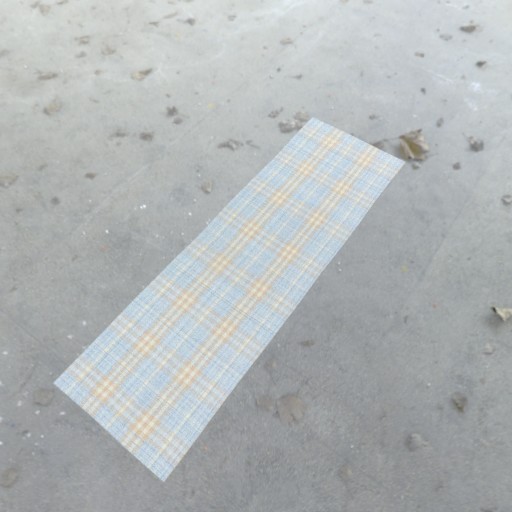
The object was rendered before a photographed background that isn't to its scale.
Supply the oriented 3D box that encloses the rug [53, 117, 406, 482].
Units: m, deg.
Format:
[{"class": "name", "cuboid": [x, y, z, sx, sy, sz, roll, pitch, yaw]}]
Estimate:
[{"class": "rug", "cuboid": [0.000, 0.000, 2.641, 0.762, 0.013, 2.439, 32, 64, 18]}]
